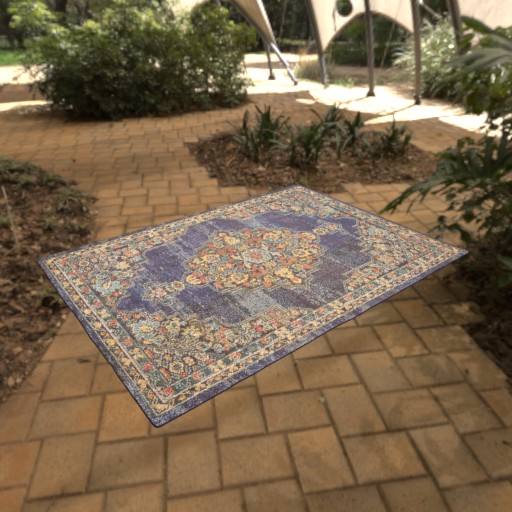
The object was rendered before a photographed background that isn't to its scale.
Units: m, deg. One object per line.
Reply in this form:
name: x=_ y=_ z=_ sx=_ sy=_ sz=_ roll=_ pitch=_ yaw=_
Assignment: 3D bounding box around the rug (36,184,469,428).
rug: x=0.000 y=0.000 z=2.803 sx=2.232 sy=0.009 sz=1.630 roll=-21 pitch=35 yaw=-33
